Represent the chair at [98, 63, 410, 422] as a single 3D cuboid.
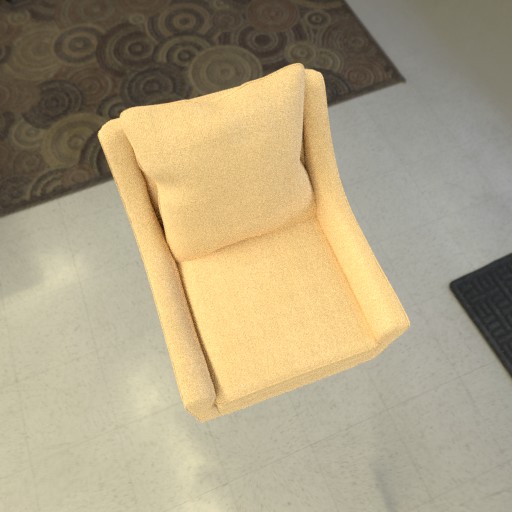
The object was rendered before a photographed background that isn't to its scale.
[{"bbox_3d":[0.000,0.000,1.576,0.760,0.927,0.876,-18,67,-8],"label":"chair"}]
